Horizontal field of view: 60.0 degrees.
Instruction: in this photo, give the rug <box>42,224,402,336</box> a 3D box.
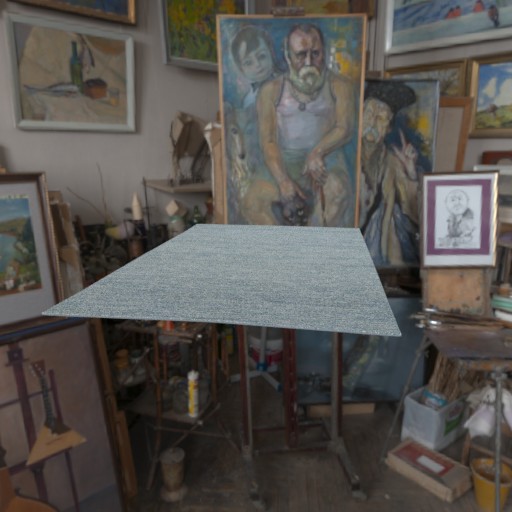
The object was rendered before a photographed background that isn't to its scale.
[{"bbox_3d":[0.000,0.000,2.292,1.174,0.022,1.853,2,14,9],"label":"rug"}]
